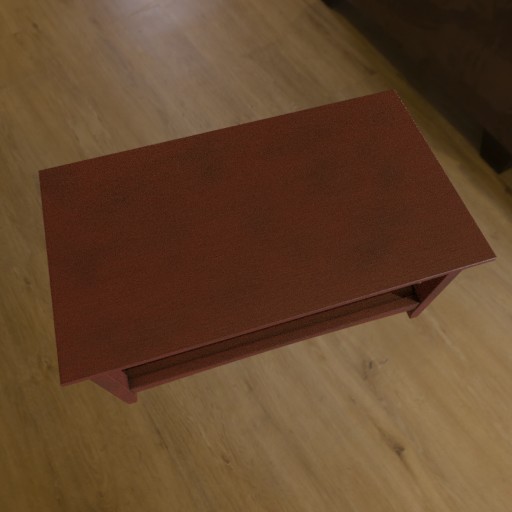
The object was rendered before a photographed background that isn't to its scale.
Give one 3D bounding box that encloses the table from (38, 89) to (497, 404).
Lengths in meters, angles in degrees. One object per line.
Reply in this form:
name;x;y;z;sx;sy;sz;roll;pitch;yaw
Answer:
table;0.000;0.000;1.224;0.943;0.456;0.533;-15;64;-7
